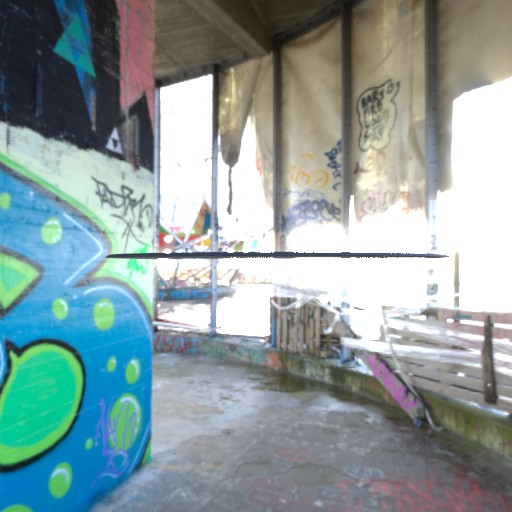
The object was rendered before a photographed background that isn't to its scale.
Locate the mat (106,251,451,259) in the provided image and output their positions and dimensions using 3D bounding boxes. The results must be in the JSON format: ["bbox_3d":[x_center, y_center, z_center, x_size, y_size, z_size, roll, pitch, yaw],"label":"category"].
[{"bbox_3d":[0.000,0.000,1.815,1.525,0.016,0.917,0,-1,18],"label":"mat"}]
